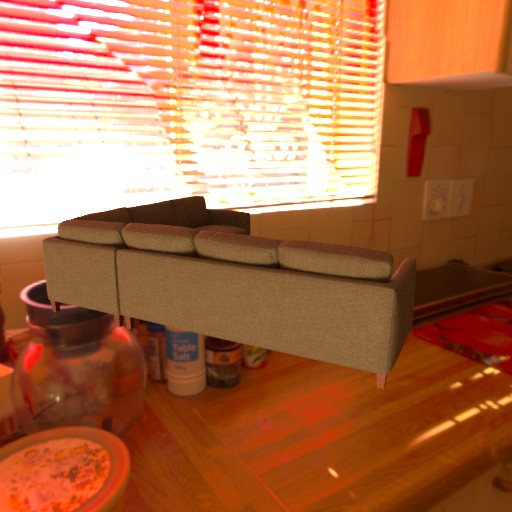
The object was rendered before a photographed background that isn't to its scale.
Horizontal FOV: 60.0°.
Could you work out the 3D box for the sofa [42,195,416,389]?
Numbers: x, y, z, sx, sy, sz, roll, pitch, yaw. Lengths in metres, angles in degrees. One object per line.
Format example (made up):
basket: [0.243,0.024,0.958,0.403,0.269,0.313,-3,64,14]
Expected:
sofa: [0.000,0.000,4.618,3.302,0.947,2.593,7,15,26]
